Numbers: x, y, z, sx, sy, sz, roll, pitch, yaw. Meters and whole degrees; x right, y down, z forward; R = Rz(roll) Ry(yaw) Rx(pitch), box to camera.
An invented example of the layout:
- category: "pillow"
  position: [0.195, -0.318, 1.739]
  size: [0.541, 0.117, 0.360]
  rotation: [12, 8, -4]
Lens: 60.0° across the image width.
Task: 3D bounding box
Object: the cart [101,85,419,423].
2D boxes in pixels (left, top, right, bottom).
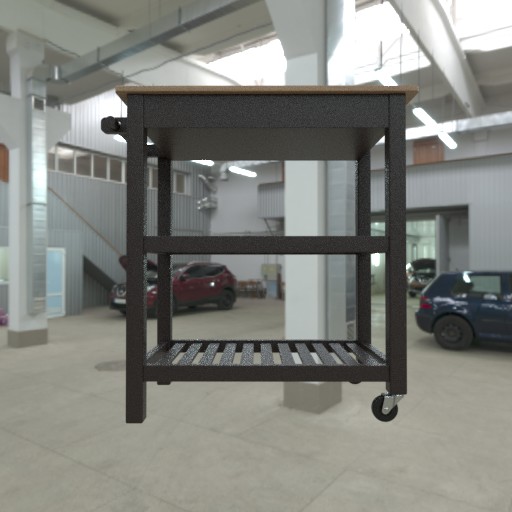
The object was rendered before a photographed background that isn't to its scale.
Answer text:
- category: "cart"
  position: [0.000, 0.000, 1.434]
  size: [0.899, 0.927, 0.457]
  rotation: [0, -1, 0]
